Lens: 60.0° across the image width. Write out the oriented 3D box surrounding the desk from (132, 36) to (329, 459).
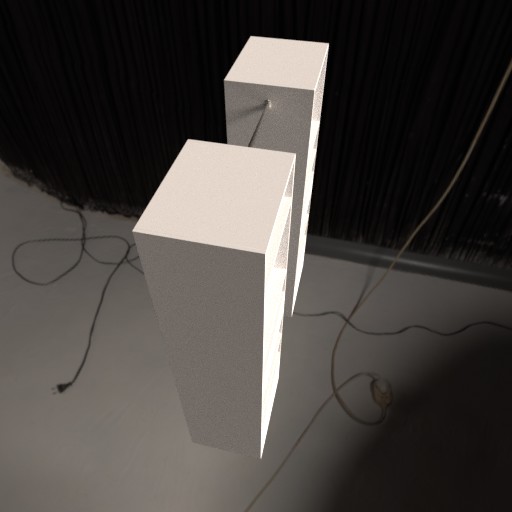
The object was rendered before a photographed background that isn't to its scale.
[{"bbox_3d":[0.000,0.000,2.838,0.480,2.000,1.770,10,48,9],"label":"desk"}]
